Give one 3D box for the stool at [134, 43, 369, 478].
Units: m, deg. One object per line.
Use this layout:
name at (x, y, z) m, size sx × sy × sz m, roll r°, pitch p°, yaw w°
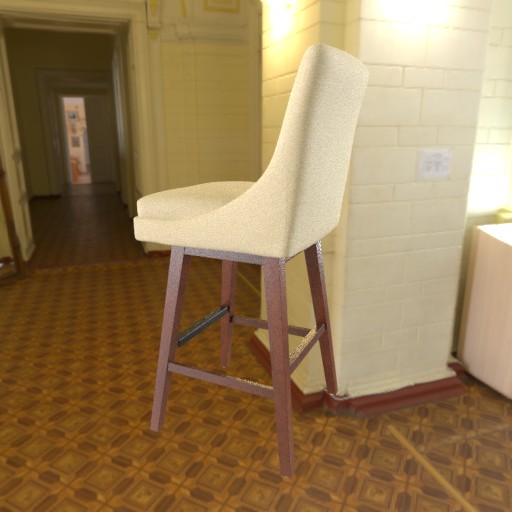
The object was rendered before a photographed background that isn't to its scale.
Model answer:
stool at (0.000, 0.000, 1.354) m, size 0.559 × 1.097 × 0.470 m, roll 7°, pitch 17°, yaw 25°
